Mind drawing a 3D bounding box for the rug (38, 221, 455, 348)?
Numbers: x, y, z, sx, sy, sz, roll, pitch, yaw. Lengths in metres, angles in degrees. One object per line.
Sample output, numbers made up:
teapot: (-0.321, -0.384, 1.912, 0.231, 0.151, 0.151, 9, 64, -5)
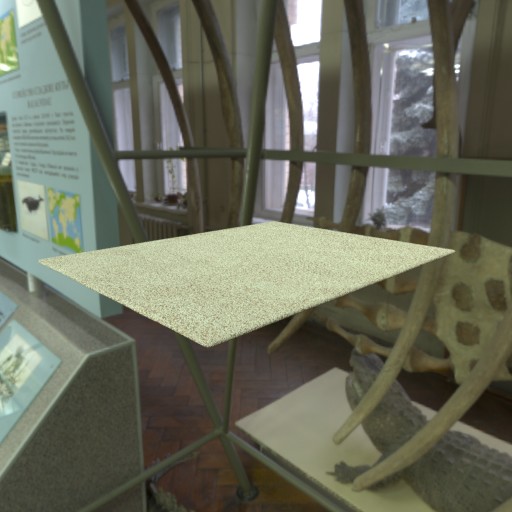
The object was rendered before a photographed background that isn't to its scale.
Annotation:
rug: (0.000, 0.000, 4.114, 3.047, 0.029, 2.438, -13, 19, -43)
